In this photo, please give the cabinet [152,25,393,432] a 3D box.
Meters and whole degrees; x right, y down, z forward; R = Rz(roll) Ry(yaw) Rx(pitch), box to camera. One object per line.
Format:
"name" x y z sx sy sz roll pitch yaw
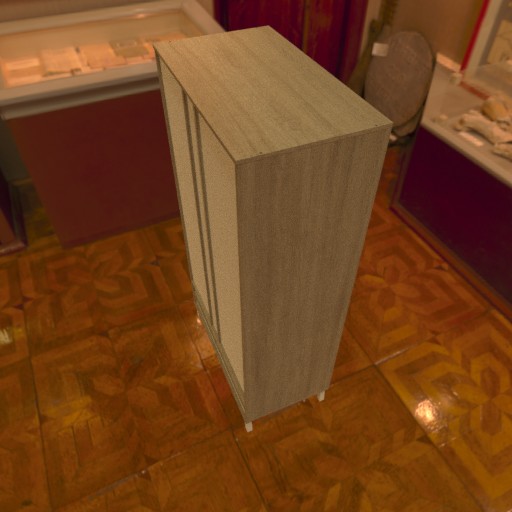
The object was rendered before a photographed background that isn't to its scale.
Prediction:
"cabinet" 0.000 0.000 2.449 0.571 1.999 1.006 -17 48 -16
